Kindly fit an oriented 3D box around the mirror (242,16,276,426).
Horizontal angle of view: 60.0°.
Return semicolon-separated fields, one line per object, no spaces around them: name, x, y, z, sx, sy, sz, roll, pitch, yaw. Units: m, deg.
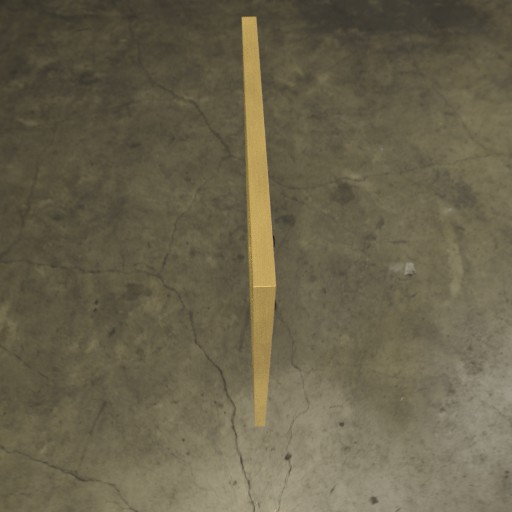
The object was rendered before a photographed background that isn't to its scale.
mirror;0.000;0.000;1.324;0.040;1.016;0.762;-2;57;-1
